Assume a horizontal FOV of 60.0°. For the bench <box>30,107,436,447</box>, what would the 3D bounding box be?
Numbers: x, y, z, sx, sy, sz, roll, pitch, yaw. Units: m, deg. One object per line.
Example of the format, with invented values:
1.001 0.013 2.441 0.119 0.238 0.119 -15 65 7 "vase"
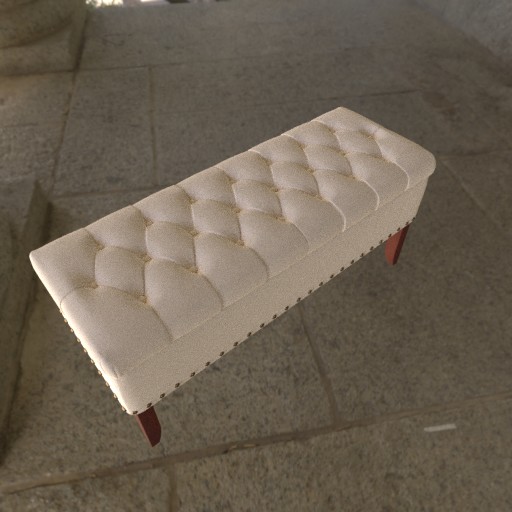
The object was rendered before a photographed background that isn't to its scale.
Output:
0.000 0.000 1.294 1.054 0.470 0.400 -31 54 -26 "bench"
